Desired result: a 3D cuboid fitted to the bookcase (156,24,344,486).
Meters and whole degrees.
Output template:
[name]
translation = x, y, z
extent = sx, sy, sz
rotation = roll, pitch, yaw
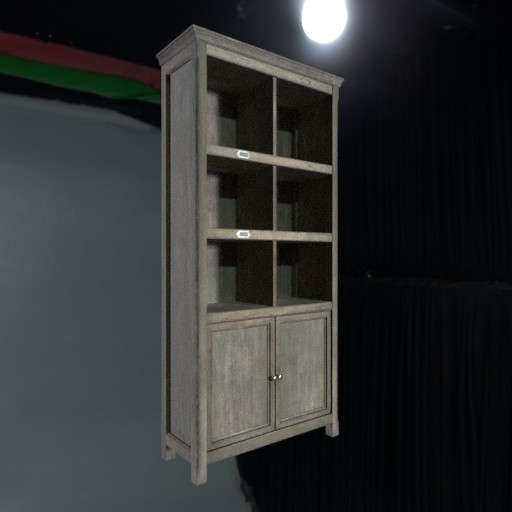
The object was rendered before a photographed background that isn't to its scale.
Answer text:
[bookcase]
translation = 0.000, 0.000, 2.194
extent = 0.906, 1.880, 0.348
rotation = 0, 0, -37
